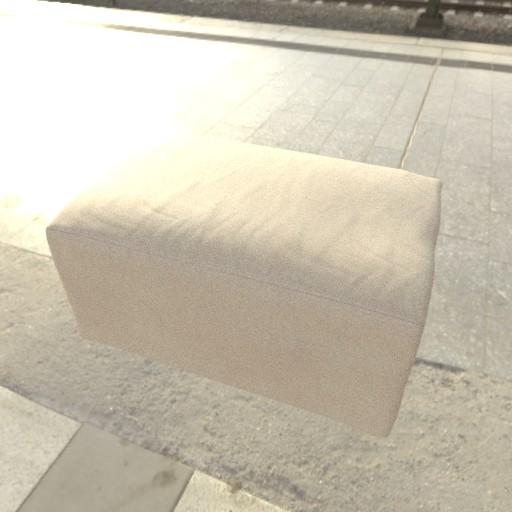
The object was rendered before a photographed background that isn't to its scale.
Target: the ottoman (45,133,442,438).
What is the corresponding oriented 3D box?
[{"bbox_3d":[0.000,0.000,1.195,0.872,0.444,0.590,14,42,16],"label":"ottoman"}]
